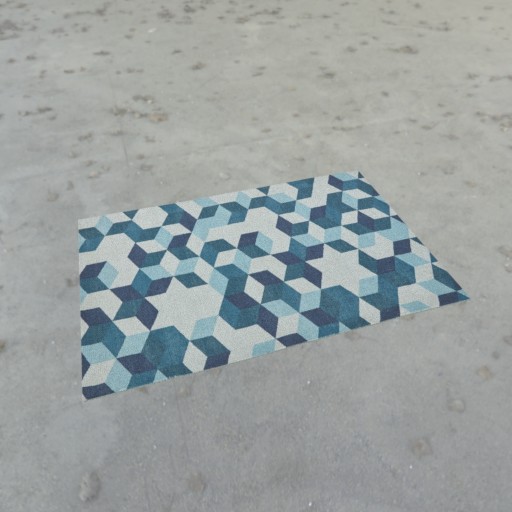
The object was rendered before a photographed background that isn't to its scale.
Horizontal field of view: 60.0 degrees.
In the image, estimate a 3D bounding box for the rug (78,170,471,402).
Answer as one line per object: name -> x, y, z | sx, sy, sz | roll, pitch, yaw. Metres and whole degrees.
rug -> 0.000, 0.000, 2.398 | 1.829, 0.014, 1.235 | -12, 44, -12
